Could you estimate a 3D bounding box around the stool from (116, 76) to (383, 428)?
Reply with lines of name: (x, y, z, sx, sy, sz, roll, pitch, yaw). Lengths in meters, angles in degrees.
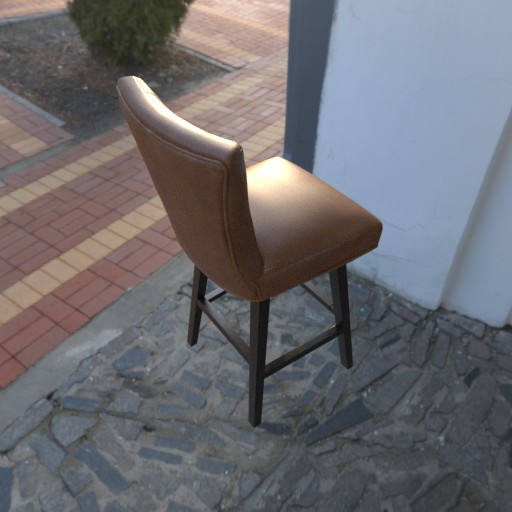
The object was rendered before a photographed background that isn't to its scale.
stool: (0.000, 0.000, 1.421, 0.585, 1.094, 0.522, -26, 47, -27)
